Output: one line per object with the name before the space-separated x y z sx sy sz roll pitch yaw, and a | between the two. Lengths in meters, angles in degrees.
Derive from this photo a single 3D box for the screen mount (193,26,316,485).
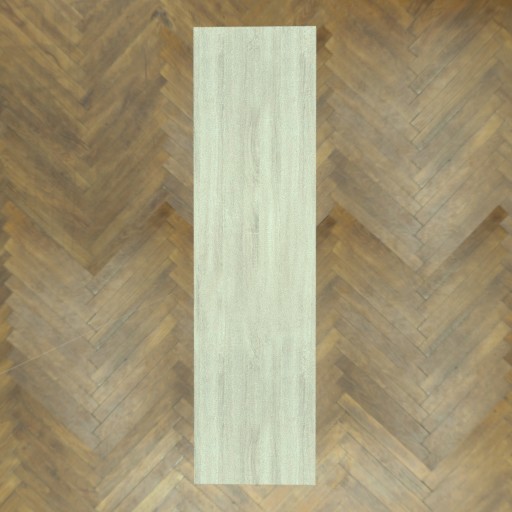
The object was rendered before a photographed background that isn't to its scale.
screen mount | 0.000 0.000 1.707 0.400 0.510 1.500 0 91 1
